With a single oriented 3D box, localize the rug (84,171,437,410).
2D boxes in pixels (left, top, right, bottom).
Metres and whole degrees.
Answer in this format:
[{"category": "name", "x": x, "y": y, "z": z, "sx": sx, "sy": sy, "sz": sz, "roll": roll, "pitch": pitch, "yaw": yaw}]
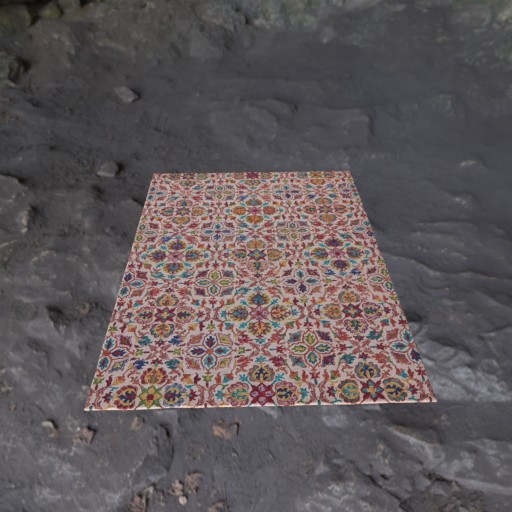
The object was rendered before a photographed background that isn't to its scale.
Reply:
[{"category": "rug", "x": 0.000, "y": 0.000, "z": 4.286, "sx": 2.446, "sy": 0.020, "sz": 3.215, "roll": -1, "pitch": 40, "yaw": -1}]
